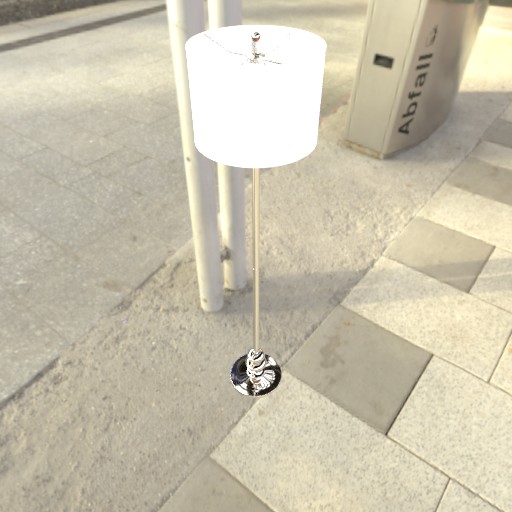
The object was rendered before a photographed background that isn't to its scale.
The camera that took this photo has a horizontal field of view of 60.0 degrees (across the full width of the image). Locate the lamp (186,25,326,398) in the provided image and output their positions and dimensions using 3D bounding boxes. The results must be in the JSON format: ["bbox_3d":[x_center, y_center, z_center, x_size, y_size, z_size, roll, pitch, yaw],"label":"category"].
[{"bbox_3d":[0.000,0.000,1.599,0.356,1.487,0.356,26,47,27],"label":"lamp"}]
